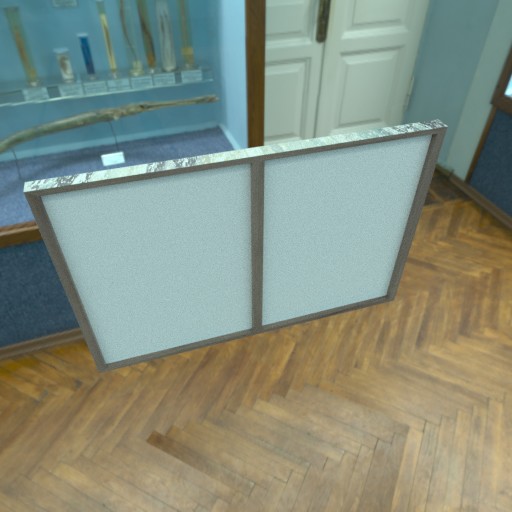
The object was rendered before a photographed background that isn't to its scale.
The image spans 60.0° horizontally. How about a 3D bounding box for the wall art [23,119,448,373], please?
[{"bbox_3d":[0.000,0.000,1.141,0.919,0.598,0.038,-12,43,-13],"label":"wall art"}]
